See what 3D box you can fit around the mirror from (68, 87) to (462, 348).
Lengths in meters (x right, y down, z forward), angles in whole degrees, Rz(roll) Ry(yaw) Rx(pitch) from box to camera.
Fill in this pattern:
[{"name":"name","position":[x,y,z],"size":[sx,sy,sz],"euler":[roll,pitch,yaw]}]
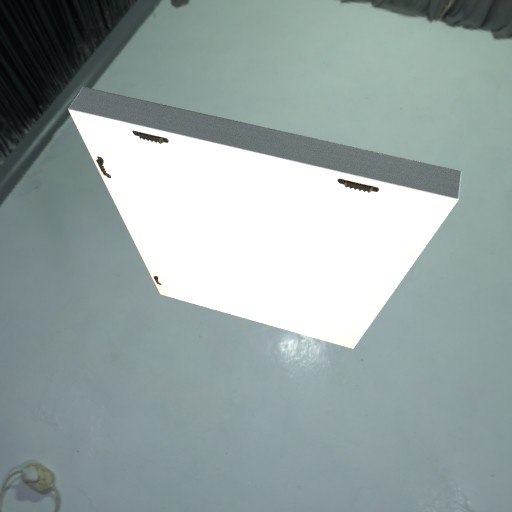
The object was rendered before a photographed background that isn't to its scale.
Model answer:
[{"name":"mirror","position":[0.000,0.000,0.674],"size":[0.406,0.509,0.041],"euler":[15,64,8]}]
